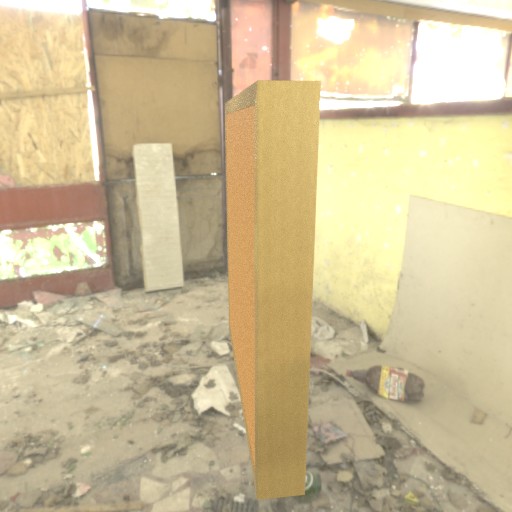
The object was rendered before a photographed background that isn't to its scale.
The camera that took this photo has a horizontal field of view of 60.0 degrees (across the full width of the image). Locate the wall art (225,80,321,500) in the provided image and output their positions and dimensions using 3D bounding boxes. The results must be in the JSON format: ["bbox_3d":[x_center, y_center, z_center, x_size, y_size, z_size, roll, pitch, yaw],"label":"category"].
[{"bbox_3d":[0.000,0.000,0.448,0.038,0.305,0.304,-2,17,-7],"label":"wall art"}]
